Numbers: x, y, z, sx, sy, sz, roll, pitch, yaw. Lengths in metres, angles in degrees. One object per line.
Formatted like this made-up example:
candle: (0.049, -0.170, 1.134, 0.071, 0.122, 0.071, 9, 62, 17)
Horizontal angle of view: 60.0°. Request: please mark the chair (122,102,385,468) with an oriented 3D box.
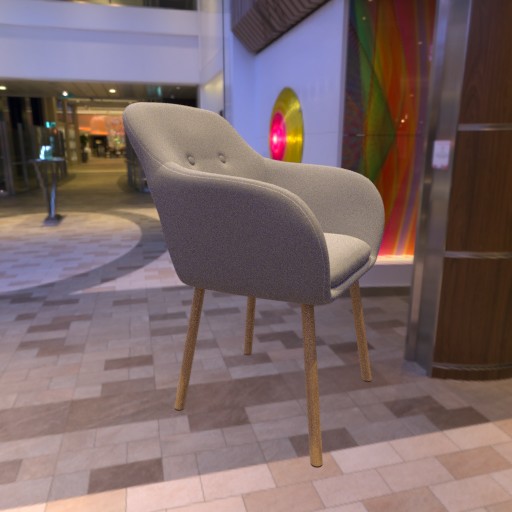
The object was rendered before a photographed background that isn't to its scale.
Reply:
chair: (0.000, 0.000, 1.241, 0.590, 0.830, 0.570, 8, 16, 28)
